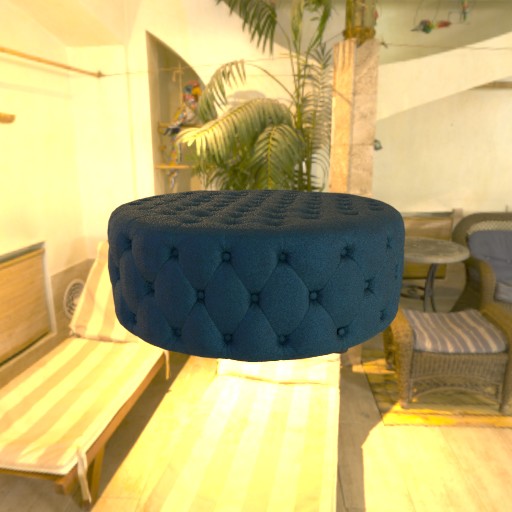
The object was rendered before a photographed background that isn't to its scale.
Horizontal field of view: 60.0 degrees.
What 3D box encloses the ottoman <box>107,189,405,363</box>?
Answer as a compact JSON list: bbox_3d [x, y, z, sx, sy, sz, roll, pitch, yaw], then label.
[{"bbox_3d":[0.000,0.000,1.557,0.998,0.398,0.998,0,14,0],"label":"ottoman"}]
